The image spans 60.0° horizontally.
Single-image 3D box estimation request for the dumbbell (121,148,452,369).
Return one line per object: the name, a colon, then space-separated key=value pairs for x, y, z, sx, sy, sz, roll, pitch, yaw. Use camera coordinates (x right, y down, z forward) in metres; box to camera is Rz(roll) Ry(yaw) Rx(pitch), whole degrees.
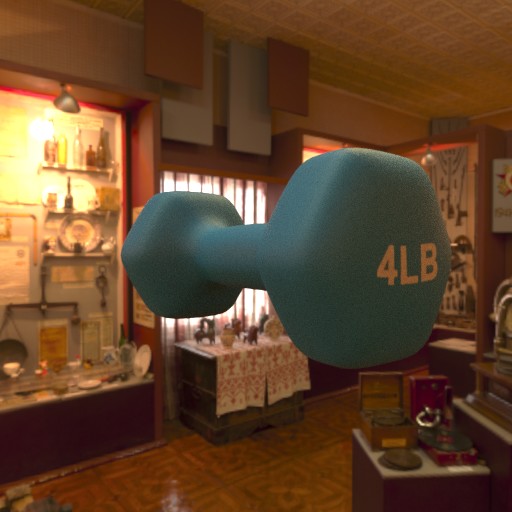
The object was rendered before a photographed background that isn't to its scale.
dumbbell: x=0.000 y=0.000 z=0.190 sx=0.074 sy=0.066 sz=0.152 roll=-1 pitch=1 yaw=-36
